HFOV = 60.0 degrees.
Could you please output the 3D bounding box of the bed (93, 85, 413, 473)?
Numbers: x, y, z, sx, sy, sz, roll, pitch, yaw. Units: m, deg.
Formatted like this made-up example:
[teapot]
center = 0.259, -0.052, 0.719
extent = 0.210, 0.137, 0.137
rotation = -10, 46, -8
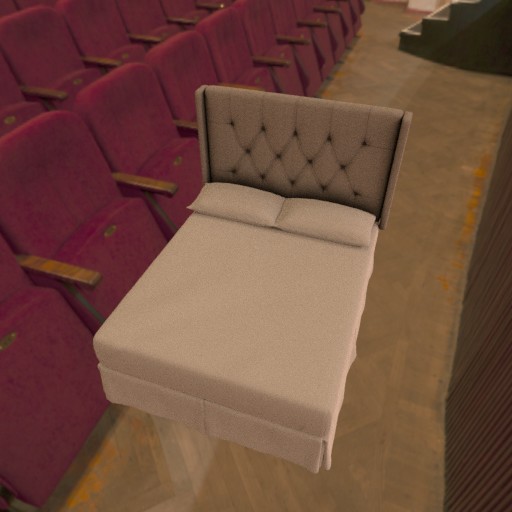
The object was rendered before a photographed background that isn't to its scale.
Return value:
[bed]
center = 0.000, 0.000, 3.267
extent = 1.719, 1.665, 2.066
rotation = 13, 42, 15
